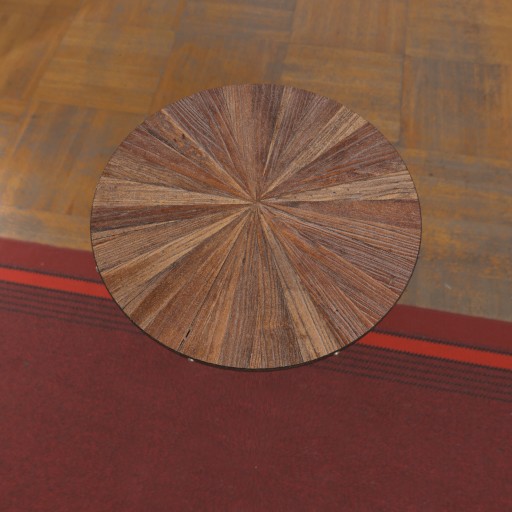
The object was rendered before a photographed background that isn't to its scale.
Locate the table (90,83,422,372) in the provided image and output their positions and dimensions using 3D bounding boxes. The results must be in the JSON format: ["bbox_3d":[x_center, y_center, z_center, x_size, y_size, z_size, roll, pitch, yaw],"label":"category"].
[{"bbox_3d":[0.000,0.000,1.490,0.885,0.658,0.885,0,65,0],"label":"table"}]
